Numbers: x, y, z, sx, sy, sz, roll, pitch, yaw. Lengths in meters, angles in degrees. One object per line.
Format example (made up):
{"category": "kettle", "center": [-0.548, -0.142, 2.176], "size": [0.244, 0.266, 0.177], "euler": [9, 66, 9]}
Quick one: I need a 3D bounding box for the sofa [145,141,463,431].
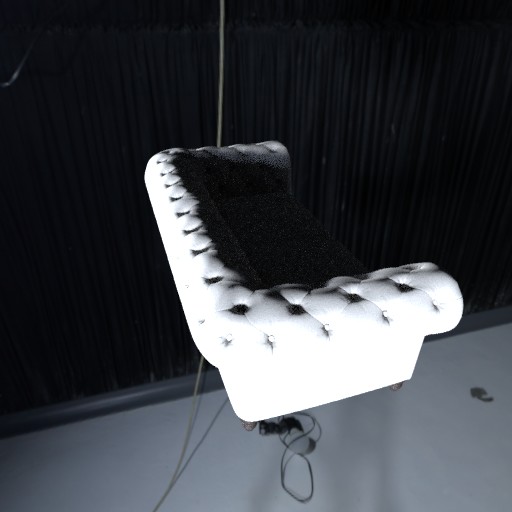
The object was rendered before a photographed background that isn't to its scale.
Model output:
{"category": "sofa", "center": [0.000, 0.000, 2.426], "size": [0.986, 0.764, 1.998], "euler": [-9, 32, -15]}
